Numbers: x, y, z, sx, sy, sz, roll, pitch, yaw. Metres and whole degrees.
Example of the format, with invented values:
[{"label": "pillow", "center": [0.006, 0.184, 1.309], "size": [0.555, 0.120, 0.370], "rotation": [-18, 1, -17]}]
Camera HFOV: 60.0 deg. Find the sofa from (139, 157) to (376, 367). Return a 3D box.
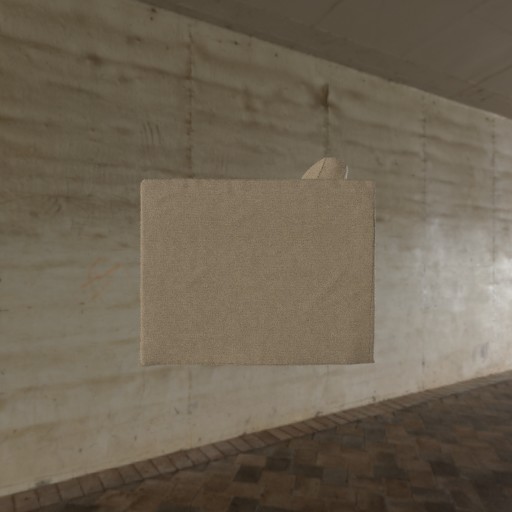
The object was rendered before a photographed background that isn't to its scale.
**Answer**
[{"label": "sofa", "center": [0.000, 0.000, 2.832], "size": [0.956, 0.847, 2.296], "rotation": [0, 0, 0]}]
